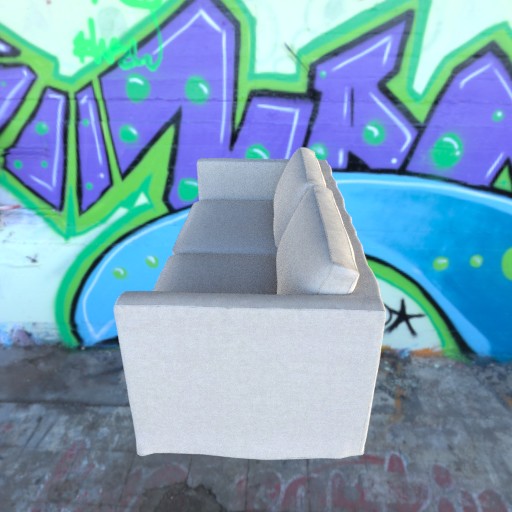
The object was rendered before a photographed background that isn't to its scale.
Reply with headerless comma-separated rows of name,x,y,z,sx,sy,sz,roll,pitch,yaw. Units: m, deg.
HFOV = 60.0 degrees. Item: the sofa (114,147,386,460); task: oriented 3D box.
sofa,0.000,0.000,2.455,0.962,0.835,1.959,1,27,2
